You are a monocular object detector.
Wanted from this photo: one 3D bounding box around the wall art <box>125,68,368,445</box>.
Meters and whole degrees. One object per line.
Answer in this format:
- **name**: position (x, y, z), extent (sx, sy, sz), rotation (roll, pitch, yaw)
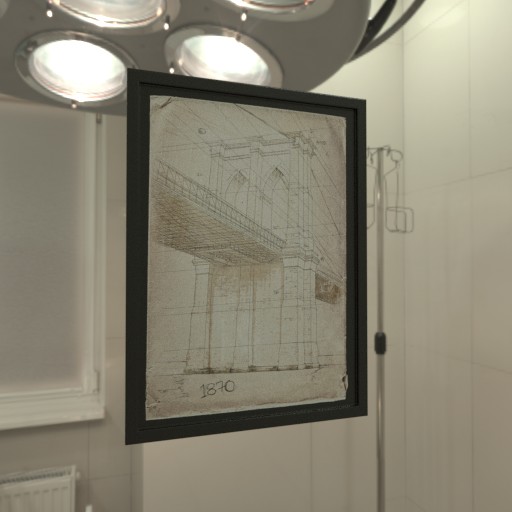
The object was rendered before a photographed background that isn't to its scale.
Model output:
- **wall art**: position (0.000, 0.000, 0.853), extent (0.480, 0.657, 0.016), rotation (0, -1, -18)
